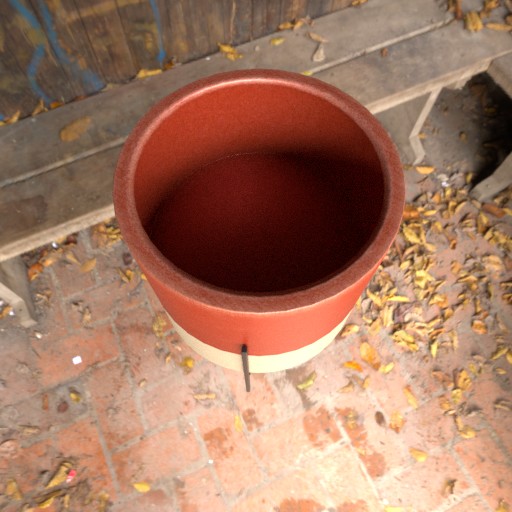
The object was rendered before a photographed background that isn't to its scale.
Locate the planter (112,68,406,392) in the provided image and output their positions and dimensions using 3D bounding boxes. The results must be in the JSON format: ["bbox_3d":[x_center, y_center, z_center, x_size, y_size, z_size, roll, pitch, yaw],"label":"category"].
[{"bbox_3d":[0.000,0.000,0.728,0.354,0.465,0.345,33,69,14],"label":"planter"}]
